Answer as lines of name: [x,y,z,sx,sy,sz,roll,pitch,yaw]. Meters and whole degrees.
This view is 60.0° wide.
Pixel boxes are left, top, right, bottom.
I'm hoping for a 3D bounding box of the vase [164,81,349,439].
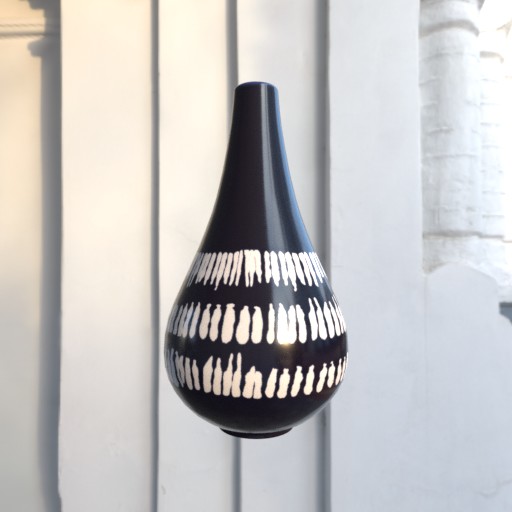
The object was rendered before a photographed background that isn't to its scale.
vase: [0.000,0.000,0.389,0.159,0.295,0.159,0,-1,0]
